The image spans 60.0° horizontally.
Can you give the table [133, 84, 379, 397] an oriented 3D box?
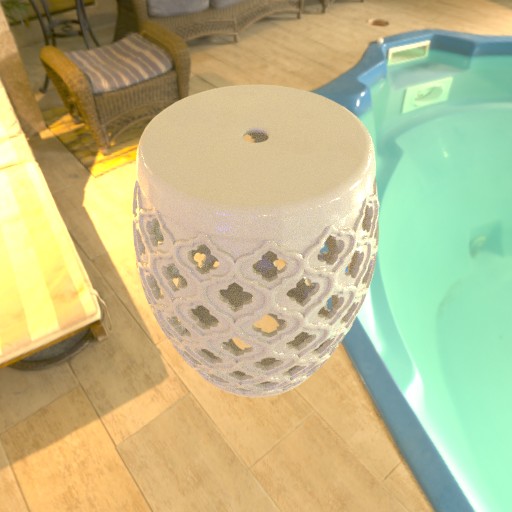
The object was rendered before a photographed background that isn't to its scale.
[{"bbox_3d":[0.000,0.000,0.631,0.325,0.388,0.325,0,46,0],"label":"table"}]
